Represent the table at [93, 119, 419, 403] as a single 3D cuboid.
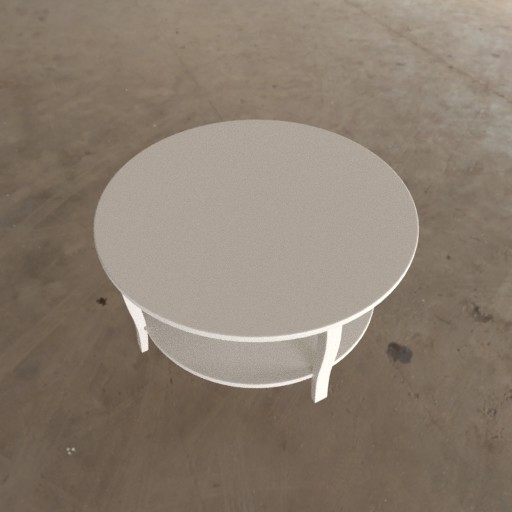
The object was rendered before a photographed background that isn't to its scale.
[{"bbox_3d":[0.000,0.000,1.442,0.910,0.457,0.910,0,47,0],"label":"table"}]
